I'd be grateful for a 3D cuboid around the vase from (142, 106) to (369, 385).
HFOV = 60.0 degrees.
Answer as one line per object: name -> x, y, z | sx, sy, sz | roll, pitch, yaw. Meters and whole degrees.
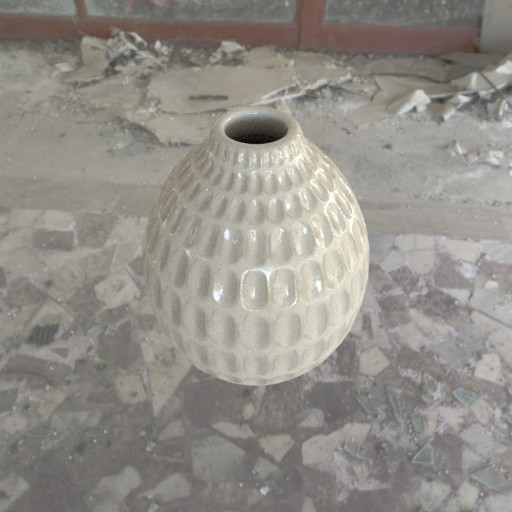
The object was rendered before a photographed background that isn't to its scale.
vase -> 0.000, 0.000, 0.256 | 0.128, 0.167, 0.128 | 0, 46, 0
